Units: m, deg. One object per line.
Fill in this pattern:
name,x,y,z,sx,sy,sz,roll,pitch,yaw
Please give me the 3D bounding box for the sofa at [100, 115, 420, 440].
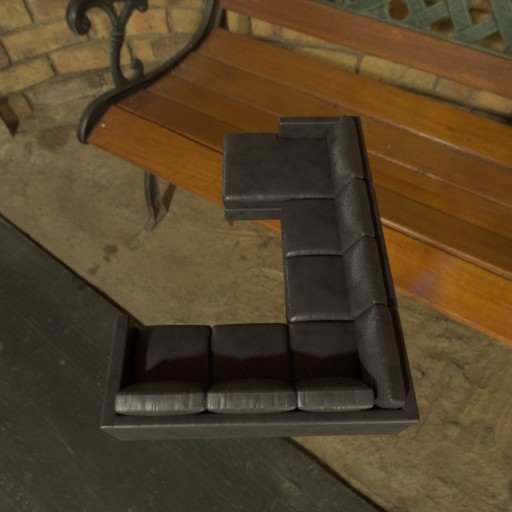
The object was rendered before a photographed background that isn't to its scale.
sofa,0.000,0.000,4.454,2.452,0.891,3.324,-1,60,-1
